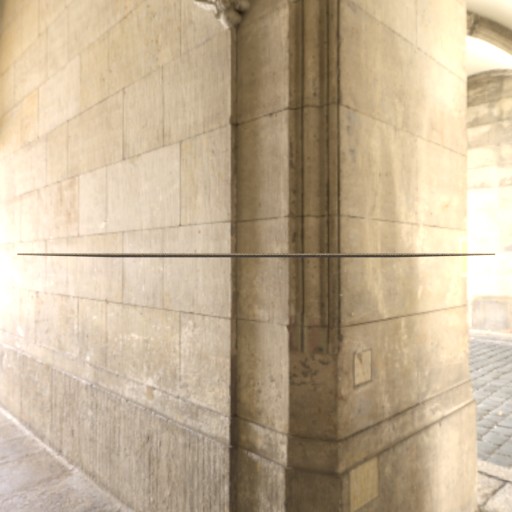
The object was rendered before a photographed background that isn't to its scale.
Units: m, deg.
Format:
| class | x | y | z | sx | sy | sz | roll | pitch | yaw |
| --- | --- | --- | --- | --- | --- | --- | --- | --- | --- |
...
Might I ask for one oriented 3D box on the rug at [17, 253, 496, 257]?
| class | x | y | z | sx | sy | sz | roll | pitch | yaw |
| --- | --- | --- | --- | --- | --- | --- | --- | --- | --- |
| rug | 0.000 | 0.000 | 2.268 | 1.813 | 0.006 | 1.202 | 0 | -1 | -1 |
